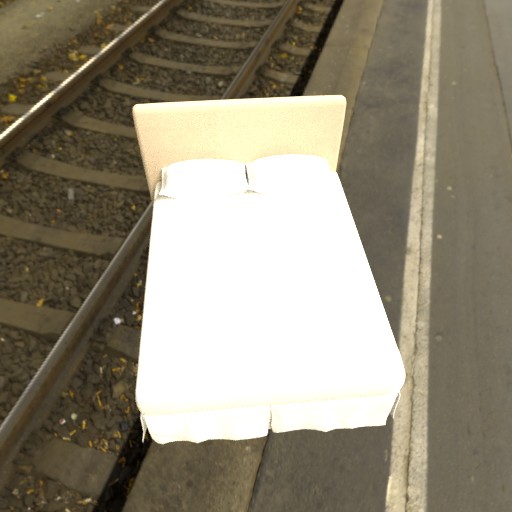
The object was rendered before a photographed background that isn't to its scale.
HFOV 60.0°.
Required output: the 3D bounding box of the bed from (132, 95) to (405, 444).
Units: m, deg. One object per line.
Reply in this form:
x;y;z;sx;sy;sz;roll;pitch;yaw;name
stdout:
0.000;0.000;3.205;1.723;1.330;2.142;-4;48;-3;bed
